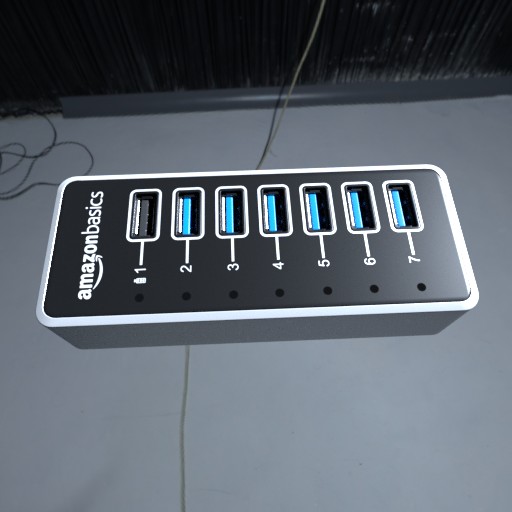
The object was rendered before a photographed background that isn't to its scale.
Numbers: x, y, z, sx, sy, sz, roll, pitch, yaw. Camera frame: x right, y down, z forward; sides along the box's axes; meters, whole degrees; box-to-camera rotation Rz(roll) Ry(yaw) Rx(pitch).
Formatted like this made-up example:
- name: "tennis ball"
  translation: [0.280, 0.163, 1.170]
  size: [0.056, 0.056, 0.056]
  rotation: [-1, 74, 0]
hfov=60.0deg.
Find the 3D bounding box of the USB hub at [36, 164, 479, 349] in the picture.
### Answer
- name: "USB hub"
  translation: [0.000, 0.000, 0.127]
  size: [0.110, 0.023, 0.044]
  rotation: [-2, 64, -1]
